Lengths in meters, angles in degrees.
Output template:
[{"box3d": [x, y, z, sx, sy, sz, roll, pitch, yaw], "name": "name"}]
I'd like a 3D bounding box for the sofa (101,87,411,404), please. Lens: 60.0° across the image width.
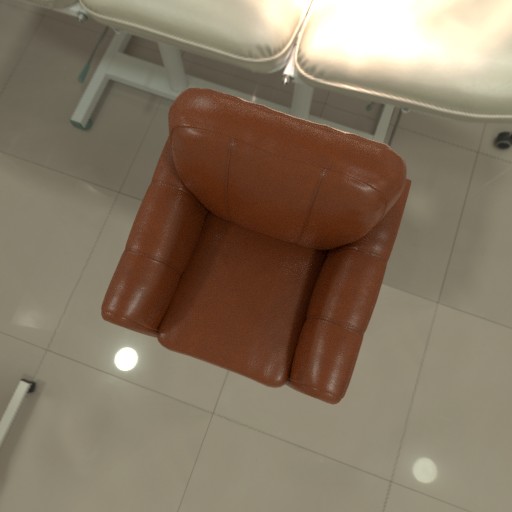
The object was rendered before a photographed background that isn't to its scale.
[{"box3d": [0.000, 0.000, 1.507, 0.836, 0.876, 0.789, 19, 77, 5], "name": "sofa"}]
